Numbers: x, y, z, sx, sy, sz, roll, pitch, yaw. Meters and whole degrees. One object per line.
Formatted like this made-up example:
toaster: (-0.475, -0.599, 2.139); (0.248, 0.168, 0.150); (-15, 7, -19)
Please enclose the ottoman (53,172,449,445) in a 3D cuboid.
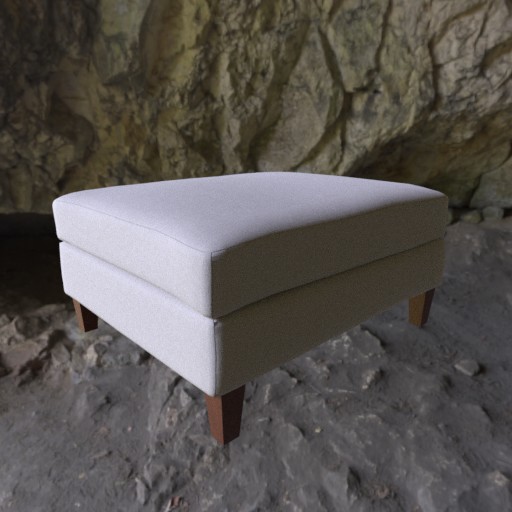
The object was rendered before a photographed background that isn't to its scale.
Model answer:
ottoman: (0.000, 0.000, 1.432); (0.976, 0.492, 0.836); (-15, 22, -41)
